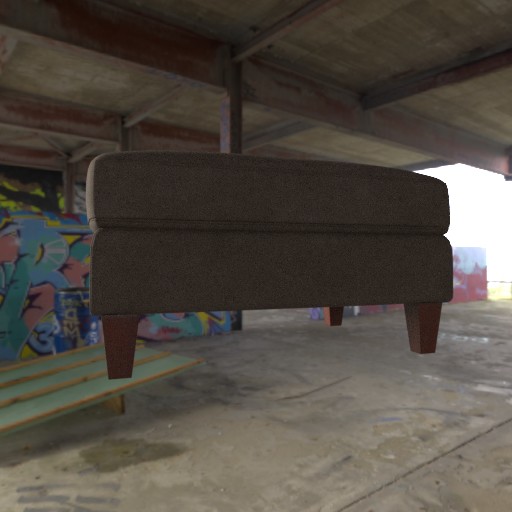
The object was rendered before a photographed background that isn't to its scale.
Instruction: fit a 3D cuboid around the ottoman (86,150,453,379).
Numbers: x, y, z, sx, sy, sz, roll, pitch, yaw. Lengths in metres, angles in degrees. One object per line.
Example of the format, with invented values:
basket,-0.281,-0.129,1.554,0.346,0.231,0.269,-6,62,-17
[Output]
ottoman,0.000,0.000,1.221,0.864,0.483,0.584,0,0,-18
